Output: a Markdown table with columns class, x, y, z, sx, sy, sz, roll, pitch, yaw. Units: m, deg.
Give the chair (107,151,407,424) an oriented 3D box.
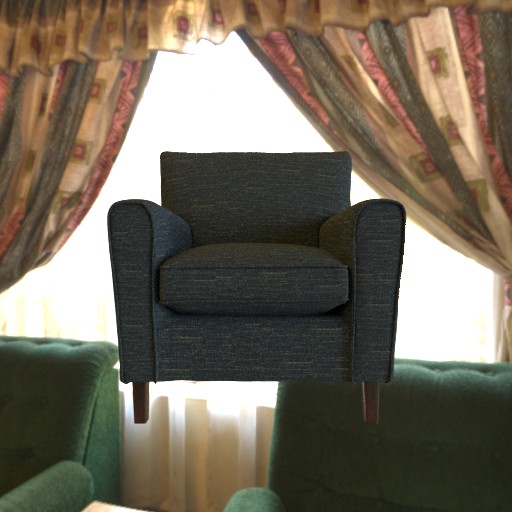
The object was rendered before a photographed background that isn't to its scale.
| class | x | y | z | sx | sy | sz | roll | pitch | yaw |
| --- | --- | --- | --- | --- | --- | --- | --- | --- | --- |
| chair | 0.000 | 0.000 | 1.600 | 0.864 | 0.928 | 0.873 | 0 | 1 | 0 |
